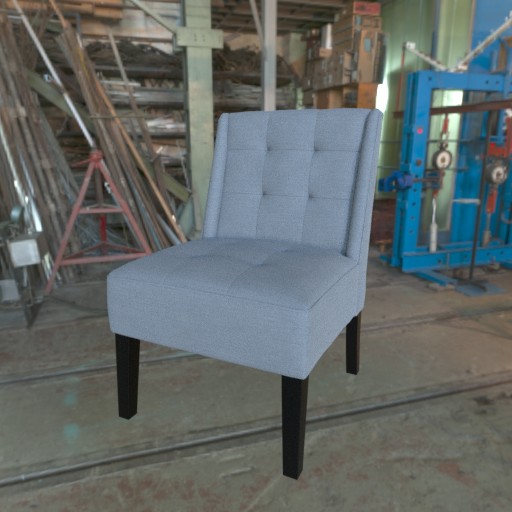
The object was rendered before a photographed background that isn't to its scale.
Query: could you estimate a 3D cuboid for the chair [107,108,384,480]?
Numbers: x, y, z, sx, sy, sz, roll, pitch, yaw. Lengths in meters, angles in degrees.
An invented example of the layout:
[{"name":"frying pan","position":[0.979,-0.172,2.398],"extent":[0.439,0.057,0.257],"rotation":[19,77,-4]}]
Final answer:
[{"name":"chair","position":[0.000,0.000,1.304],"extent":[0.569,0.853,0.676],"rotation":[7,16,26]}]
